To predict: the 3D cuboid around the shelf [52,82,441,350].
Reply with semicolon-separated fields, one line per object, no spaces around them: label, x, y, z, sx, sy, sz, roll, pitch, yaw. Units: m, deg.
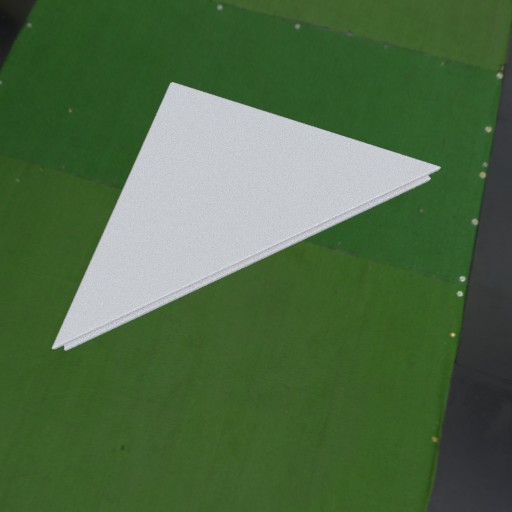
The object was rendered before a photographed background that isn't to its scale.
shelf;0.000;0.000;0.443;0.296;0.035;0.296;19;76;5
